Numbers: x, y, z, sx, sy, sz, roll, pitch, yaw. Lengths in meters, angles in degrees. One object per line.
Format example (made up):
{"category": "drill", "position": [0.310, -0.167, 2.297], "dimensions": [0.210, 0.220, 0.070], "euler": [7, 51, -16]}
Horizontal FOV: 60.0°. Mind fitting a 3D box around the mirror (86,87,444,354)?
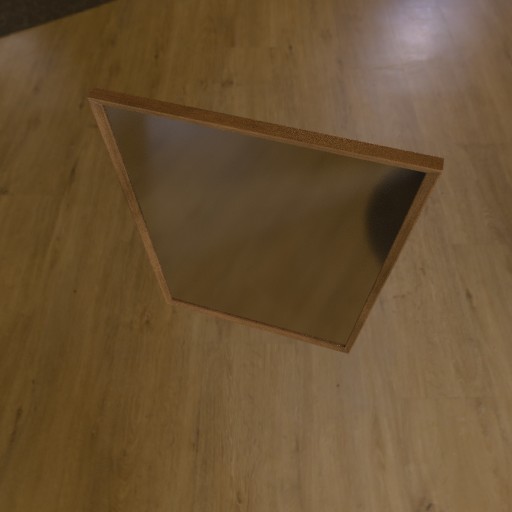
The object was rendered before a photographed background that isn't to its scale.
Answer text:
{"category": "mirror", "position": [0.000, 0.000, 1.349], "dimensions": [0.762, 1.016, 0.041], "euler": [14, 59, 9]}
